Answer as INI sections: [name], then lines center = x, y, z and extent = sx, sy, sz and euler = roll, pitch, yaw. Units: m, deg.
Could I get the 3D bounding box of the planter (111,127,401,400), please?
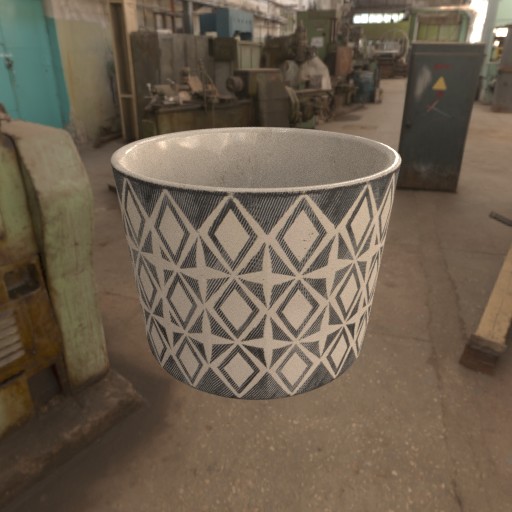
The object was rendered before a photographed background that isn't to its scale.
[planter]
center = 0.000, 0.000, 0.460
extent = 0.260, 0.220, 0.260
euler = 0, 25, 0
